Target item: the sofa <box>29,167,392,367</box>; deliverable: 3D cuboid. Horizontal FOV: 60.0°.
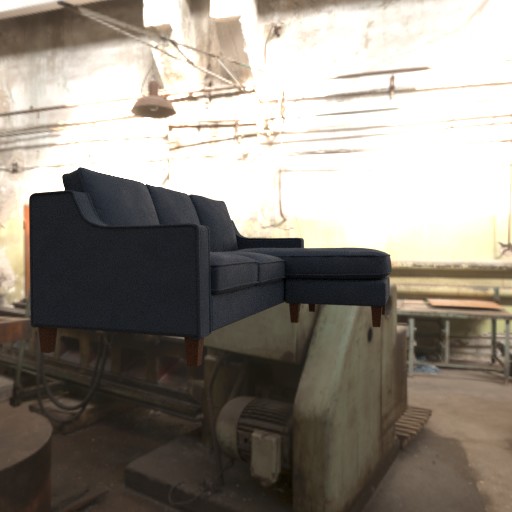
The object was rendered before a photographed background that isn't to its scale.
[{"bbox_3d":[0.000,0.000,3.236,1.858,1.066,2.317,0,1,19],"label":"sofa"}]
